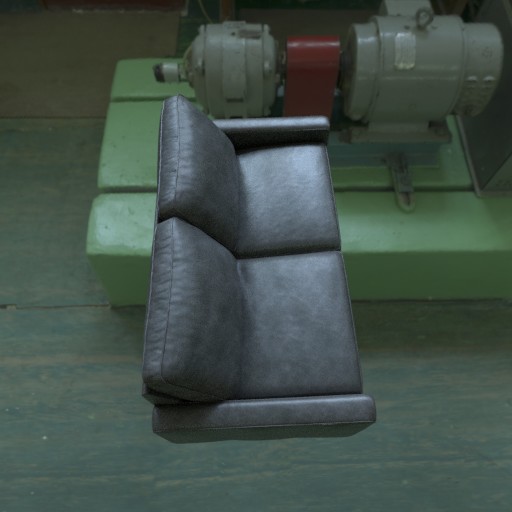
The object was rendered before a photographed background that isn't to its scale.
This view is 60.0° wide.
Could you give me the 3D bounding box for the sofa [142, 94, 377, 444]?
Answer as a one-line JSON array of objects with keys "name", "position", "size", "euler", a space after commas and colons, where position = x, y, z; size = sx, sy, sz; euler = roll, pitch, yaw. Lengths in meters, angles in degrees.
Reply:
[{"name": "sofa", "position": [0.000, 0.000, 2.309], "size": [0.939, 0.916, 1.732], "euler": [-2, 62, -1]}]
